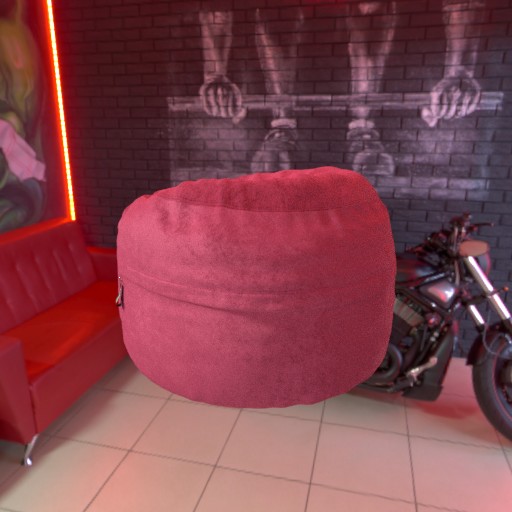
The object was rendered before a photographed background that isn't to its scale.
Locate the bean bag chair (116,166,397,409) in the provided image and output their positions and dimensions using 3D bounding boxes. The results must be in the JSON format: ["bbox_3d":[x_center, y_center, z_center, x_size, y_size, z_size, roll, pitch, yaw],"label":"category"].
[{"bbox_3d":[0.000,0.000,1.990,1.218,0.788,1.218,0,16,0],"label":"bean bag chair"}]
